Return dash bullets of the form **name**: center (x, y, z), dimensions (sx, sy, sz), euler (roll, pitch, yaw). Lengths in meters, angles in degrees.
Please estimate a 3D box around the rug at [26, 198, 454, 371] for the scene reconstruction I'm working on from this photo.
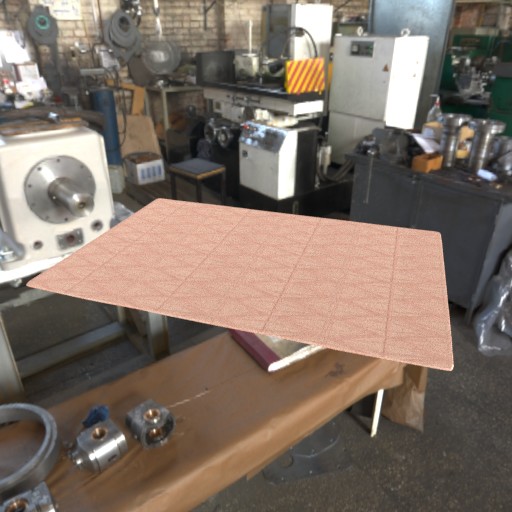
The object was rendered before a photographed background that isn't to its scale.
- **rug**: center (0.000, 0.000, 2.979), dimensions (2.390, 0.015, 1.609), euler (9, 28, 16)
